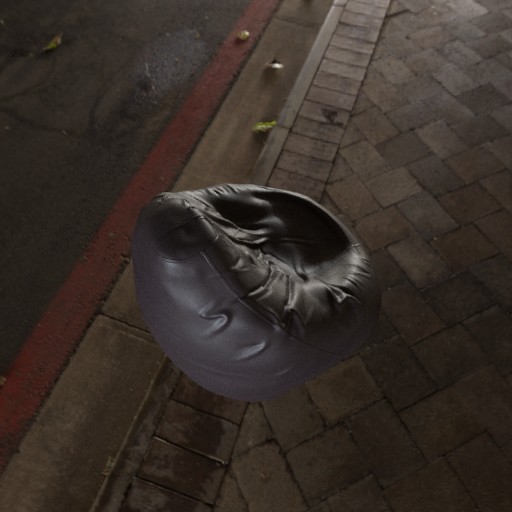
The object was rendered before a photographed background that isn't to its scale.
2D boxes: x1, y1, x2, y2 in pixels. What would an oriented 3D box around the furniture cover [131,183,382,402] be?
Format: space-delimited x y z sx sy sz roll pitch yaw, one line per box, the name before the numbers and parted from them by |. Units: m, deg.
furniture cover | 0.000 0.000 1.917 1.070 0.990 1.070 -34 64 -19
